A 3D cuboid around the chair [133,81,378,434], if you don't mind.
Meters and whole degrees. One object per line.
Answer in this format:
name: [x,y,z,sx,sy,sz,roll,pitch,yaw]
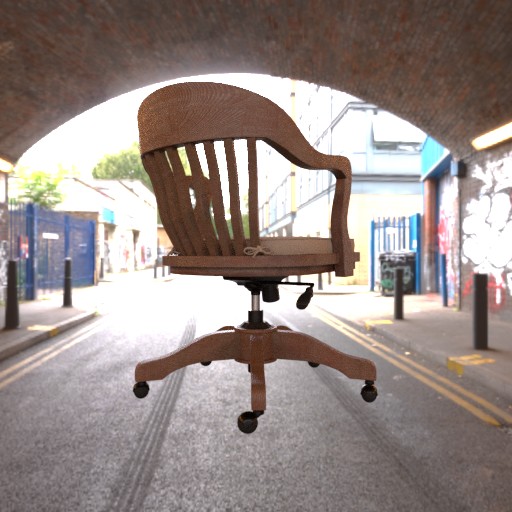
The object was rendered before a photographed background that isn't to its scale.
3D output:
chair: [0.000,0.000,1.455,0.750,0.878,0.788,0,0,35]
